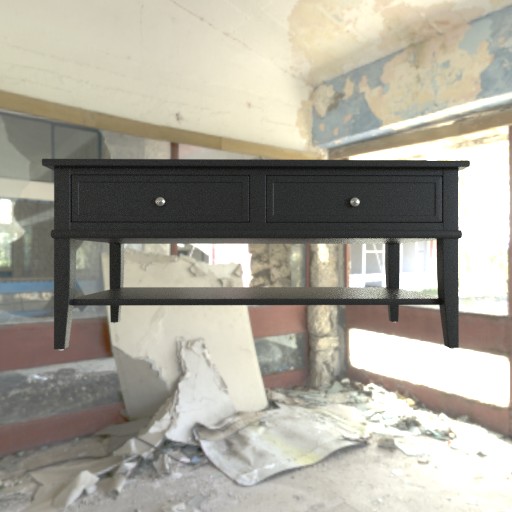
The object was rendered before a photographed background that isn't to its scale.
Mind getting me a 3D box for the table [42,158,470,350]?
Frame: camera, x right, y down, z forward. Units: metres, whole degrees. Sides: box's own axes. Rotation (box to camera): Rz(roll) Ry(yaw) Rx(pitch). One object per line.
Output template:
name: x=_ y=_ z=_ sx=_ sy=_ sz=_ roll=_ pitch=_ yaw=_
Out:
table: x=0.000 y=0.000 z=1.340 sx=1.044 sy=0.470 sz=0.523 roll=0 pitch=0 yaw=-1
